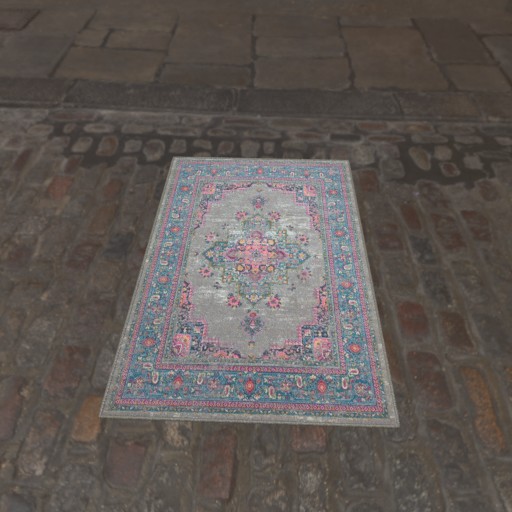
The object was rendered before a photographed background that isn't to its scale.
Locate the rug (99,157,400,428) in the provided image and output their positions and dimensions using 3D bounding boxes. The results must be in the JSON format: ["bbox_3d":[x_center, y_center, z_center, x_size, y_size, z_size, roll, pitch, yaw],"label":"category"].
[{"bbox_3d":[0.000,0.000,2.274,1.144,0.014,1.748,1,46,1],"label":"rug"}]
